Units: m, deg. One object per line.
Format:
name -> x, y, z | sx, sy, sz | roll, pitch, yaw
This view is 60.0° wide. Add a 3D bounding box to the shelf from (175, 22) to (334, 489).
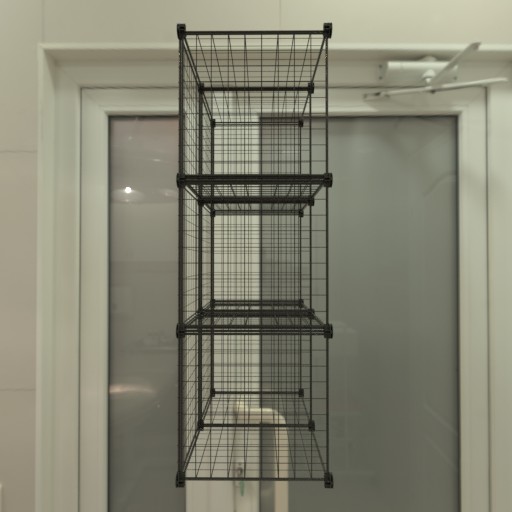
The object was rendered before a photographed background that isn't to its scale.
shelf -> 0.000, 0.000, 1.358 | 0.356, 1.067, 0.711 | 0, -1, 1
